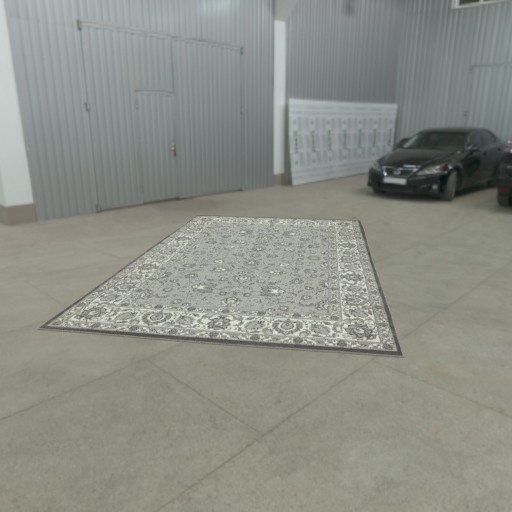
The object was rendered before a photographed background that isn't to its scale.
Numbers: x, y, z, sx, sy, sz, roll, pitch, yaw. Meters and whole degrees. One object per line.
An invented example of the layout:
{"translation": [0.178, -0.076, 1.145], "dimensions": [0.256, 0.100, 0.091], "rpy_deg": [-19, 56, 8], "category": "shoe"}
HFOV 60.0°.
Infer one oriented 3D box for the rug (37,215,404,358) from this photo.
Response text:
{"translation": [0.000, 0.000, 2.926], "dimensions": [1.524, 0.011, 2.438], "rpy_deg": [3, 17, 9], "category": "rug"}
